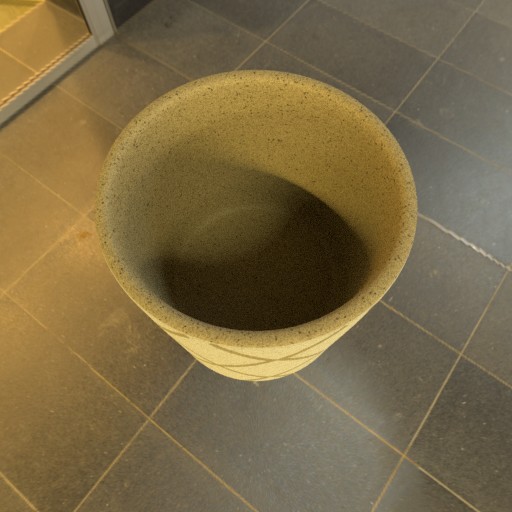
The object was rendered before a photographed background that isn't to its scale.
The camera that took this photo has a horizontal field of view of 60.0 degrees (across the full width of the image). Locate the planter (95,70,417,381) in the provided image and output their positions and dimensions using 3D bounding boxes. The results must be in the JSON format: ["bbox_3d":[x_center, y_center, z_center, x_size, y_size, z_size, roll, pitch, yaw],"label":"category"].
[{"bbox_3d":[0.000,0.000,0.353,0.191,0.199,0.191,0,66,0],"label":"planter"}]
